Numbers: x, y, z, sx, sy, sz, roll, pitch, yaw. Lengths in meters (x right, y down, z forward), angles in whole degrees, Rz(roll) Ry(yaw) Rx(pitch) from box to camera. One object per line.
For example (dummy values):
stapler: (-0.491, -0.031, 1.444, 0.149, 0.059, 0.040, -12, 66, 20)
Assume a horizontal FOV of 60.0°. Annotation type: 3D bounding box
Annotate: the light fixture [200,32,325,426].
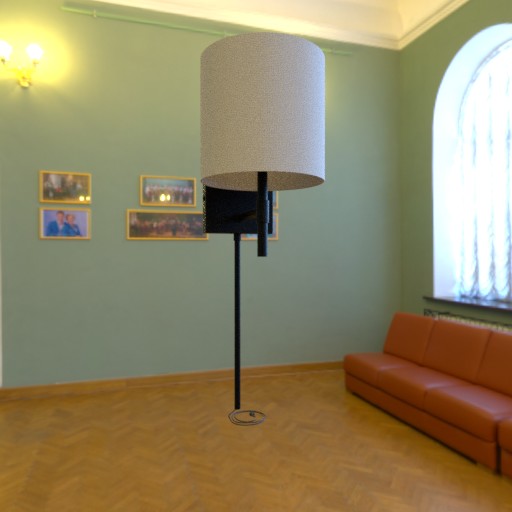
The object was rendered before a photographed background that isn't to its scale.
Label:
light fixture: (0.000, 0.000, 0.705, 0.188, 0.589, 0.248, 0, 0, -19)
